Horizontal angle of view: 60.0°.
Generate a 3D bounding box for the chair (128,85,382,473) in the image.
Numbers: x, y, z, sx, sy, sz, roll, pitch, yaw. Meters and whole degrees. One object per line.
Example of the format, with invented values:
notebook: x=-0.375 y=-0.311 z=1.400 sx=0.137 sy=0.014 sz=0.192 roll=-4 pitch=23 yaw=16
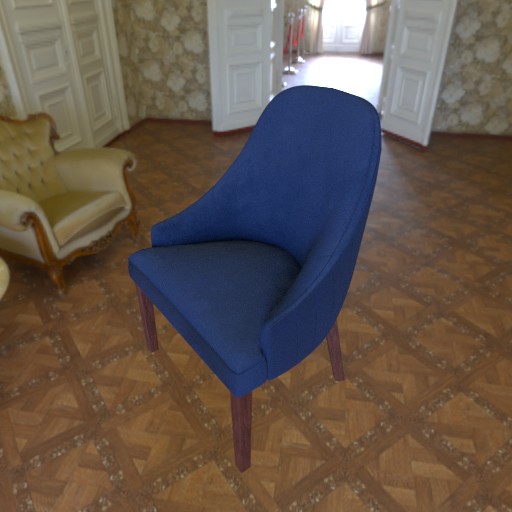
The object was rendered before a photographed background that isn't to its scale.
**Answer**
chair: x=0.000 y=0.000 z=1.312 sx=0.575 sy=0.889 sz=0.643 roll=-21 pitch=37 yaw=-30
